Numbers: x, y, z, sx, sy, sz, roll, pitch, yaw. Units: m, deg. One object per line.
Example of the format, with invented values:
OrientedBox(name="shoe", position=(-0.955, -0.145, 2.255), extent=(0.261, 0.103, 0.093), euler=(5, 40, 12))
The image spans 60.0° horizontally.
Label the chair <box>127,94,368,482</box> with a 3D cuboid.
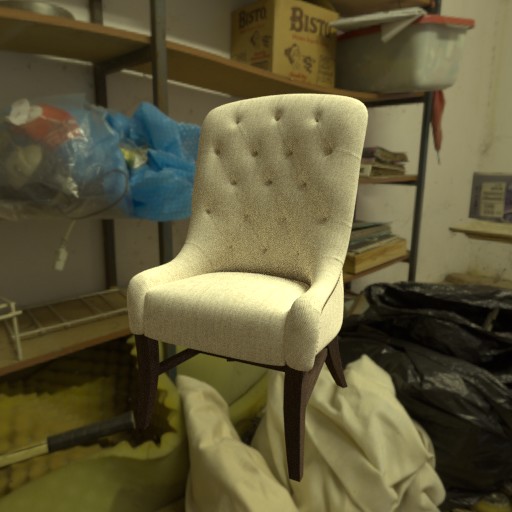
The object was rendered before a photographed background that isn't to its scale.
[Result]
OrientedBox(name="chair", position=(0.000, 0.000, 1.491), extent=(0.634, 1.091, 0.629), euler=(6, 14, 26))
